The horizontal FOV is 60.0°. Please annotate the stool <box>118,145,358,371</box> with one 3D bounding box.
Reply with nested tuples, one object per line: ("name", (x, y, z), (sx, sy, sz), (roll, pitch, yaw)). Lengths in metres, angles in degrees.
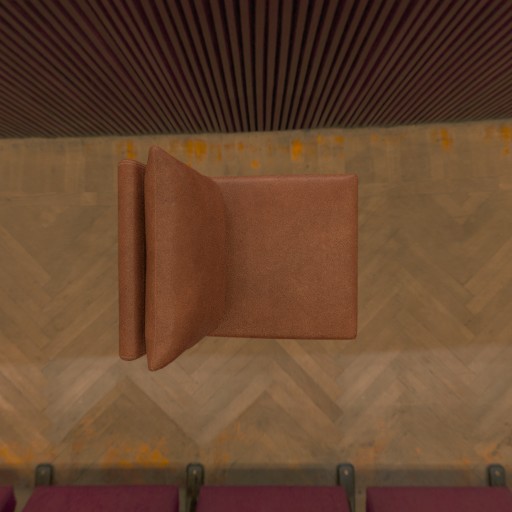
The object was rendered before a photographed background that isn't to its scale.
("stool", (0.000, 0.000, 1.413), (0.571, 1.124, 0.463), (0, 91, 1))
